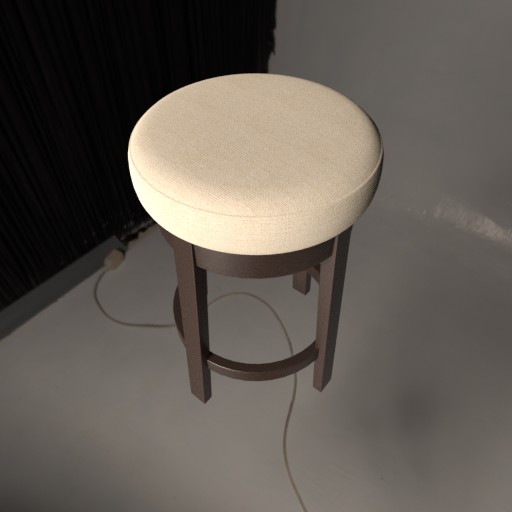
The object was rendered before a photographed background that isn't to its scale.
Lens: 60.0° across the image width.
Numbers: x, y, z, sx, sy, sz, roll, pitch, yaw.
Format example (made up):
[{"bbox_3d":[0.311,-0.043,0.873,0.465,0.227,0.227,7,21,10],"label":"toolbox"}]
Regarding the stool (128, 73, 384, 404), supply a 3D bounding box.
[{"bbox_3d":[0.000,0.000,0.962,0.449,0.655,0.449,0,47,0],"label":"stool"}]
